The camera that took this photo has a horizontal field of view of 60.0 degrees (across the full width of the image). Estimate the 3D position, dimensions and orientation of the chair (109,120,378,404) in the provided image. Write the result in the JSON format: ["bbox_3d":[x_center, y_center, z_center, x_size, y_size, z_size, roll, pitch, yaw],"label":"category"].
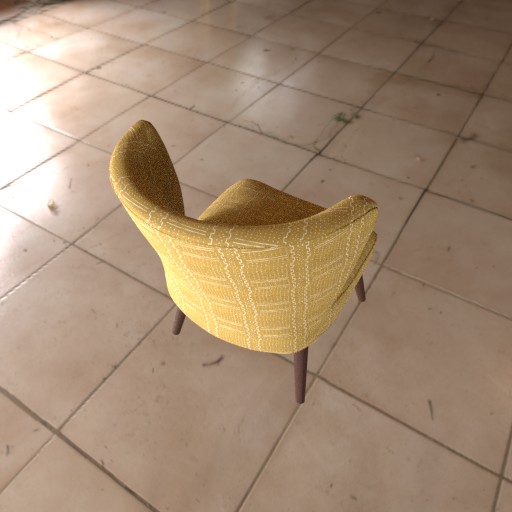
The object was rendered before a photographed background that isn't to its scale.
[{"bbox_3d":[0.000,0.000,1.434,0.706,0.866,0.758,24,51,21],"label":"chair"}]
